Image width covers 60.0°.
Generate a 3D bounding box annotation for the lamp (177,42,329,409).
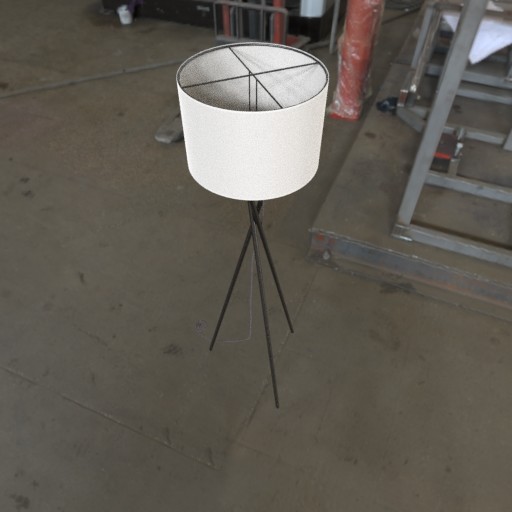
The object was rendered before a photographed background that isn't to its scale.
[{"bbox_3d":[0.000,0.000,1.882,0.522,1.624,0.667,-17,49,-15],"label":"lamp"}]
